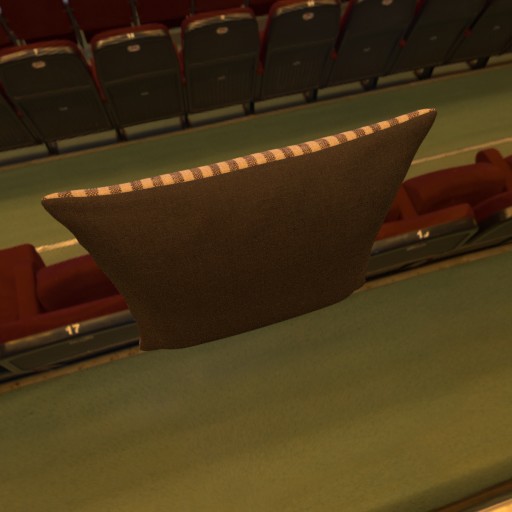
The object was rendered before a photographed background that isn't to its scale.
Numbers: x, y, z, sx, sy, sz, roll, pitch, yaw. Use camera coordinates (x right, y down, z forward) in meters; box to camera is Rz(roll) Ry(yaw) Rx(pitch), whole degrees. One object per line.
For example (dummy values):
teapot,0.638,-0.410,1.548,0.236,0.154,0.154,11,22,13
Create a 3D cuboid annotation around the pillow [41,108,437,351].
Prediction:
pillow,0.000,0.000,0.765,0.523,0.506,0.166,-15,59,-9
